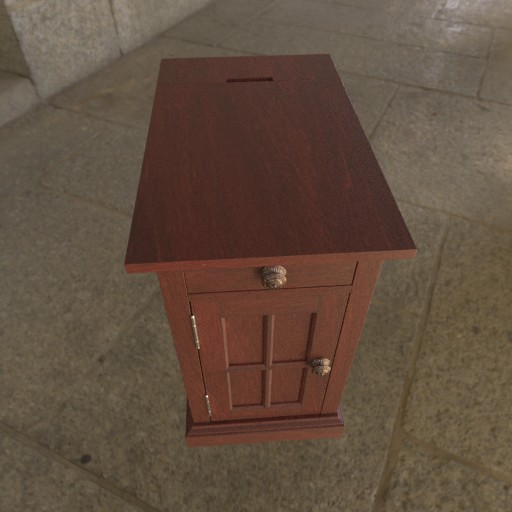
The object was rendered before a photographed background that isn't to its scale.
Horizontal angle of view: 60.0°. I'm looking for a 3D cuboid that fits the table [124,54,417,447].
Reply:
[{"bbox_3d":[0.000,0.000,0.957,0.356,0.612,0.584,-3,47,-3],"label":"table"}]
